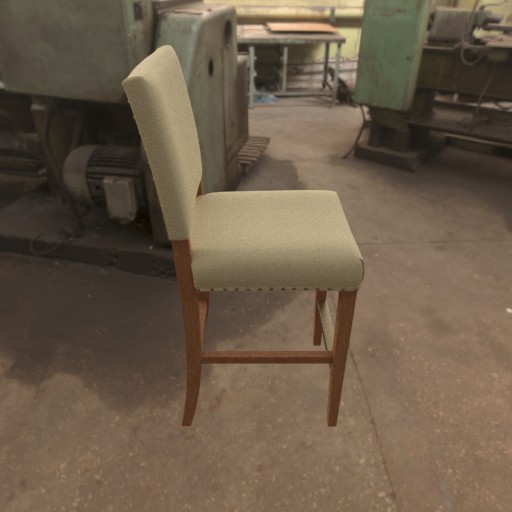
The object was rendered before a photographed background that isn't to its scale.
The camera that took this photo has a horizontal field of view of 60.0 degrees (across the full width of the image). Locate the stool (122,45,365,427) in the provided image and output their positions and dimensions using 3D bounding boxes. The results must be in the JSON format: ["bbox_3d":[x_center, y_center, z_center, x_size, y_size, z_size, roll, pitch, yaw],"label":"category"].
[{"bbox_3d":[0.000,0.000,1.413,0.584,1.168,0.445,-1,33,-1],"label":"stool"}]
